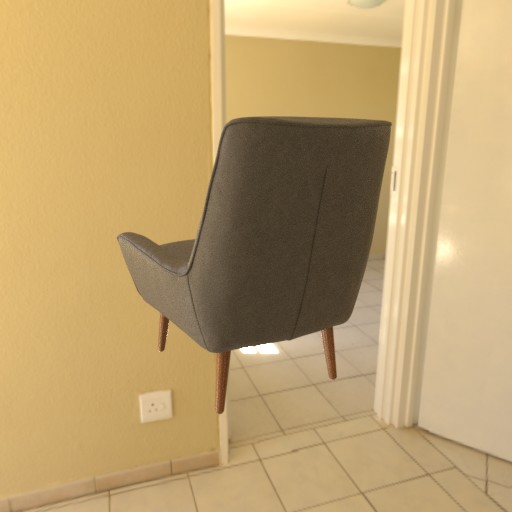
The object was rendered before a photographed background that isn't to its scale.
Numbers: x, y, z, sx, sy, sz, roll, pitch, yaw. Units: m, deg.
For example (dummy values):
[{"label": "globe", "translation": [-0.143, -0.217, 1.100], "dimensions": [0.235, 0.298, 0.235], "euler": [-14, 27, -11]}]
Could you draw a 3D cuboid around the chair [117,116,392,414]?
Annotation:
[{"label": "chair", "translation": [0.000, 0.000, 1.533], "dimensions": [0.787, 0.888, 0.822], "euler": [-8, 16, -27]}]
